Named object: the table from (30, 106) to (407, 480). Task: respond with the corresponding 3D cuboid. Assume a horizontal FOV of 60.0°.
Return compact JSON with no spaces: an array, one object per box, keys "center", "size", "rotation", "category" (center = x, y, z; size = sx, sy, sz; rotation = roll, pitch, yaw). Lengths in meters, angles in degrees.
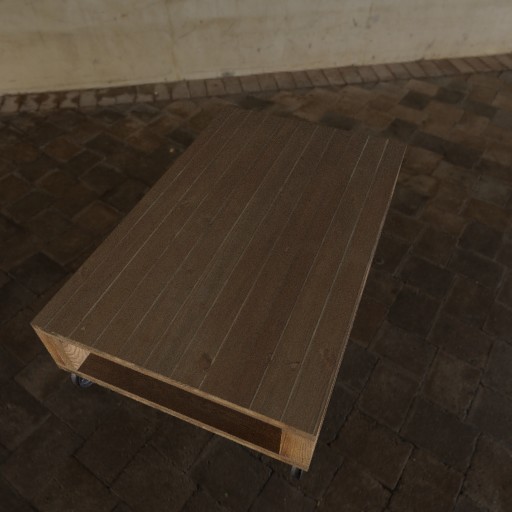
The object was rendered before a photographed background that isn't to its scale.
[{"center":[0.000,0.000,1.685],"size":[0.827,0.413,1.299],"rotation":[17,49,15],"category":"table"}]
